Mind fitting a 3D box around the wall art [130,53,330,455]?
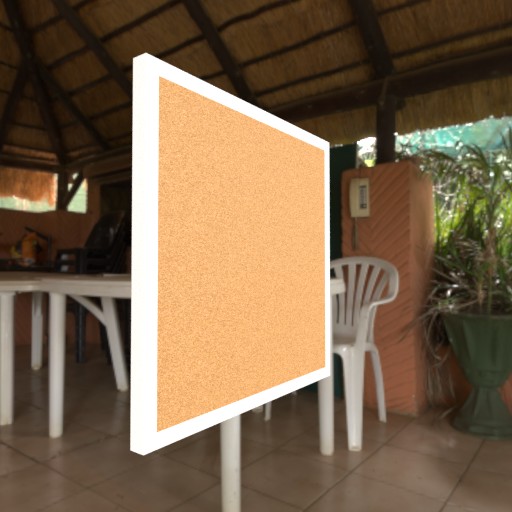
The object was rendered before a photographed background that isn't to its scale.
[{"bbox_3d":[0.000,0.000,1.157,0.038,0.762,0.762,-1,-2,36],"label":"wall art"}]
